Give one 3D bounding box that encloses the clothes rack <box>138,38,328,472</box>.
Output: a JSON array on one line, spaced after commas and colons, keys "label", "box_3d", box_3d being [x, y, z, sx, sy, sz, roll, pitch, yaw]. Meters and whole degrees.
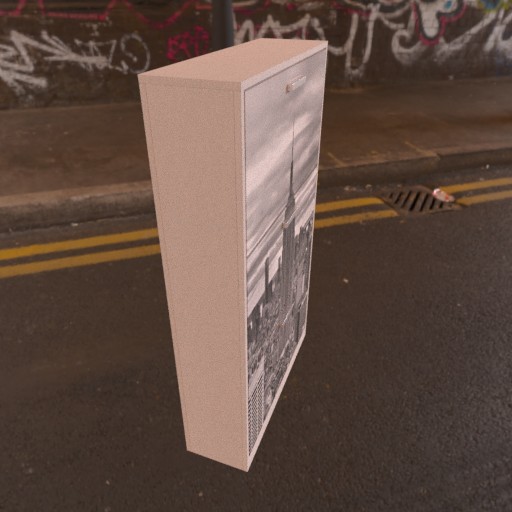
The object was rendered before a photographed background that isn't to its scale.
[{"label": "clothes rack", "box_3d": [0.000, 0.000, 1.532, 0.250, 1.280, 0.750, 11, 34, 18]}]
